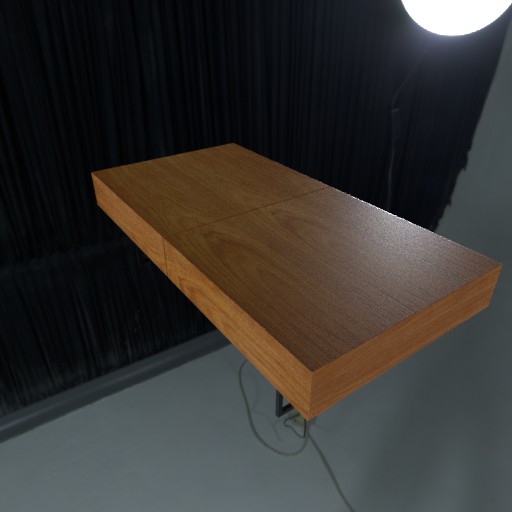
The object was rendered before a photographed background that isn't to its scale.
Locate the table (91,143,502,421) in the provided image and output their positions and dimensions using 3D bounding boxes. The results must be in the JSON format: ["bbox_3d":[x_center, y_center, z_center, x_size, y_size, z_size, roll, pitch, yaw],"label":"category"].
[{"bbox_3d":[0.000,0.000,1.419,0.610,0.330,1.194,-20,37,-30],"label":"table"}]
